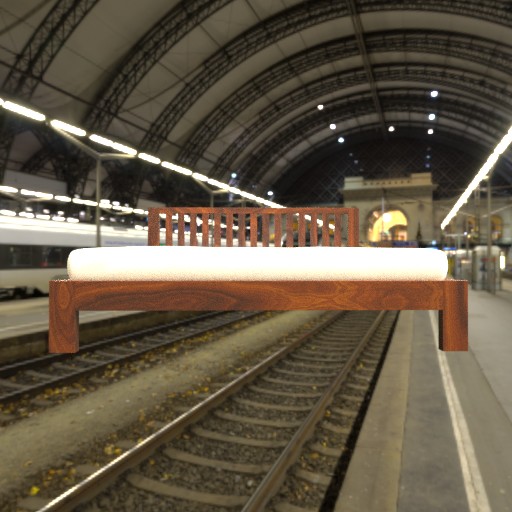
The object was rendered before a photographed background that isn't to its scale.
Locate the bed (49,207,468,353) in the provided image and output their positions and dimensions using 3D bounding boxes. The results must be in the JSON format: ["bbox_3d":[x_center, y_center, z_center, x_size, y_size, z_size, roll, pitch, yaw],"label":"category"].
[{"bbox_3d":[0.000,0.000,3.032,1.905,0.890,2.030,0,0,-1],"label":"bed"}]
